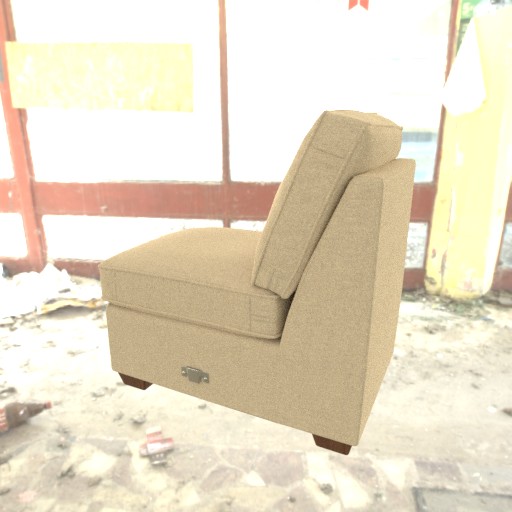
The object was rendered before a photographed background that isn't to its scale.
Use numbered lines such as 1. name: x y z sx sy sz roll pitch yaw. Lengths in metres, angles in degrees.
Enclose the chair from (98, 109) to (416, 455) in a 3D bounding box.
1. chair: 0.000 0.000 1.560 0.938 0.970 0.621 8 19 25
